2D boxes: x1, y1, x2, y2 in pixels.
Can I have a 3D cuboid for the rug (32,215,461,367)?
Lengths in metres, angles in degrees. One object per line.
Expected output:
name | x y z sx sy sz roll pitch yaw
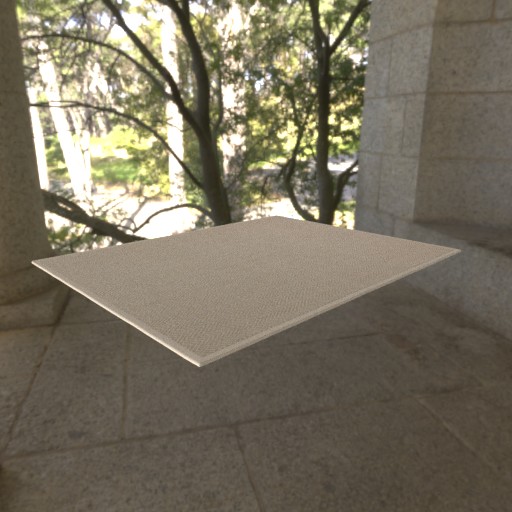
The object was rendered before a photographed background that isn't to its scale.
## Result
rug | 0.000 0.000 3.978 3.051 0.020 2.407 -15 22 -42
